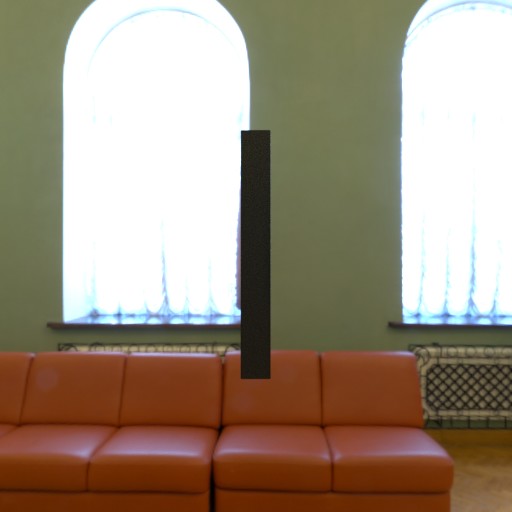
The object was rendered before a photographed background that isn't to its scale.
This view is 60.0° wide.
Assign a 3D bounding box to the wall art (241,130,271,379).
[{"bbox_3d":[0.000,0.000,0.970,0.037,0.303,0.860,0,0,0],"label":"wall art"}]
